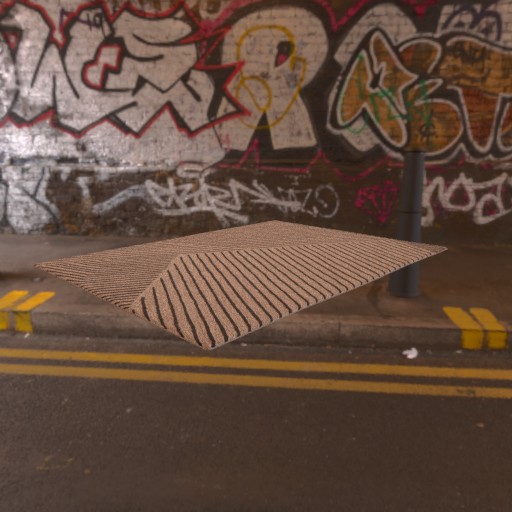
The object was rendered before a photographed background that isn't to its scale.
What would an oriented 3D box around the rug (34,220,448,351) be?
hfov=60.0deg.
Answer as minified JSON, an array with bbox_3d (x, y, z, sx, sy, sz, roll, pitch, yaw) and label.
[{"bbox_3d":[0.000,0.000,3.226,1.829,0.028,2.449,13,19,42],"label":"rug"}]
